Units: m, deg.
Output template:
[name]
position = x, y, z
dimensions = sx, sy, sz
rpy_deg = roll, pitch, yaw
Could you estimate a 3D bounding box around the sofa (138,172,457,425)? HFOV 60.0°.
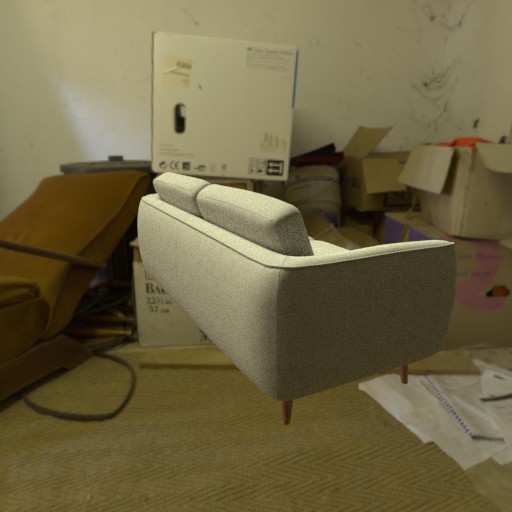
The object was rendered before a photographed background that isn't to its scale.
[sofa]
position = 0.000, 0.000, 2.473
dimensions = 0.920, 0.850, 2.000
rpy_deg = -8, 17, -26
